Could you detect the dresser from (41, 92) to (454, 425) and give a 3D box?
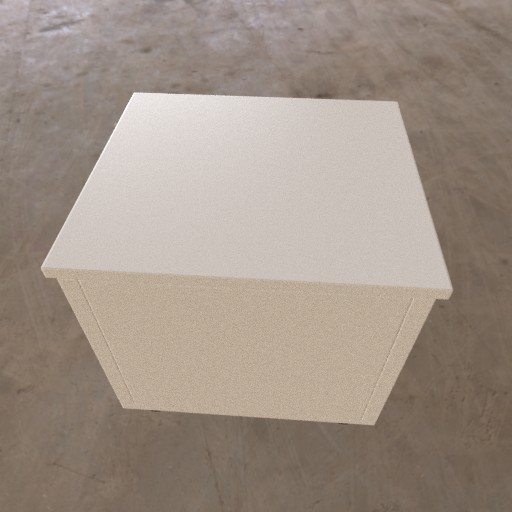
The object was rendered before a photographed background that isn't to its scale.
[{"bbox_3d":[0.000,0.000,0.726,0.430,0.360,0.400,3,47,3],"label":"dresser"}]
